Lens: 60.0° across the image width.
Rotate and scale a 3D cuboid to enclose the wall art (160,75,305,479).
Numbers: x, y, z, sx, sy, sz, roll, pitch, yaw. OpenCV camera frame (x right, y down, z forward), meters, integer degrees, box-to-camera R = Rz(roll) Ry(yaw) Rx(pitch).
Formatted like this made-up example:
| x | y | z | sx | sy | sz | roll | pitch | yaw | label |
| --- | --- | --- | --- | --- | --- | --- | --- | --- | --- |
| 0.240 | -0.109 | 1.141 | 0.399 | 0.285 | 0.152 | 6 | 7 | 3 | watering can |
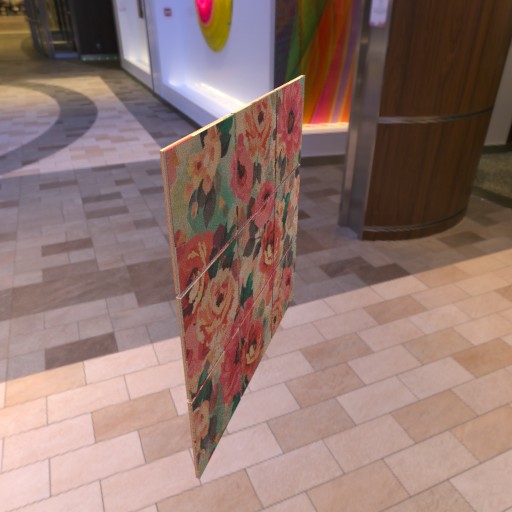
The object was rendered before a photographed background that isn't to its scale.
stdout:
| x | y | z | sx | sy | sz | roll | pitch | yaw | label |
| --- | --- | --- | --- | --- | --- | --- | --- | --- | --- |
| 0.000 | 0.000 | 1.351 | 0.012 | 0.910 | 0.911 | 11 | 32 | 18 | wall art |
